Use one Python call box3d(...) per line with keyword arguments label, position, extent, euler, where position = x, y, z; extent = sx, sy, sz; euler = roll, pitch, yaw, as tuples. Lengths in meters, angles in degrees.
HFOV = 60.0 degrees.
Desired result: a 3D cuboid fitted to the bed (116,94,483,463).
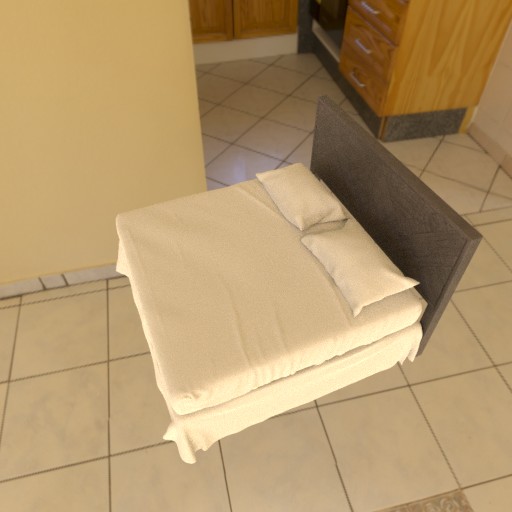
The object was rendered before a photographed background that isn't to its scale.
box3d(label="bed", position=(0.000, 0.000, 2.906), extent=(1.785, 1.142, 1.772), euler=(-17, 49, -15))
